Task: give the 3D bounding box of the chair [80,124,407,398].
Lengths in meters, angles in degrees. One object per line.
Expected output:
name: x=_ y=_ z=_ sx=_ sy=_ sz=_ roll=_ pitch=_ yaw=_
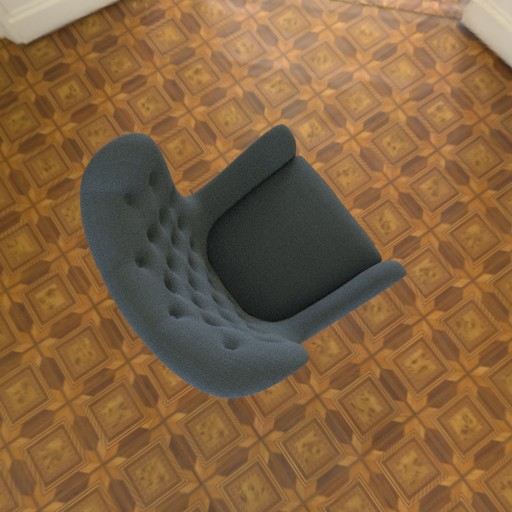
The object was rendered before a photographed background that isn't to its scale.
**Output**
chair: x=0.000 y=0.000 z=1.731 sx=0.930 sy=1.079 sz=0.831 roll=-35 pitch=78 yaw=-8
